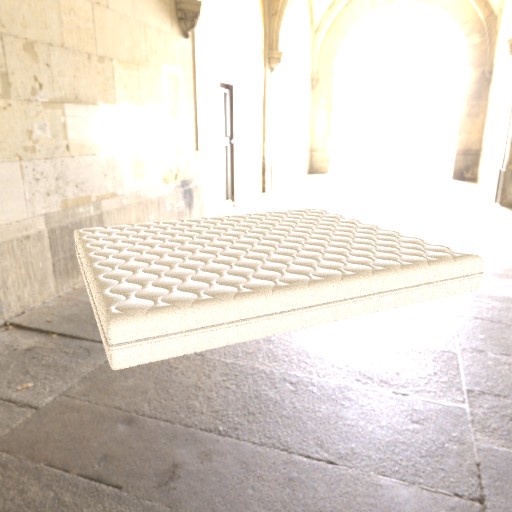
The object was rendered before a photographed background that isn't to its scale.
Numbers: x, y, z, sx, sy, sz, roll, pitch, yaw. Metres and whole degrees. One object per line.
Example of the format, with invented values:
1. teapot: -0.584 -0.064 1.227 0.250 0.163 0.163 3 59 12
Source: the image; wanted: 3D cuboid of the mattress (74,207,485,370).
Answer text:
1. mattress: 0.000 0.000 2.626 1.900 0.200 1.600 -8 18 -24
